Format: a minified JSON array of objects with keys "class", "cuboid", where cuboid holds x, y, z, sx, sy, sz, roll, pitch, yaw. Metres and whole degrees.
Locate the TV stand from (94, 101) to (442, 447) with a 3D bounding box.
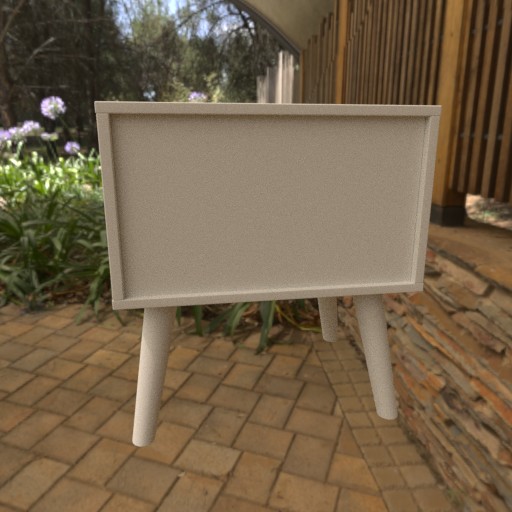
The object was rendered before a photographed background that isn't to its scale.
[{"class":"TV stand","cuboid":[0.000,0.000,0.900,0.508,0.559,0.405,-2,15,-9]}]
